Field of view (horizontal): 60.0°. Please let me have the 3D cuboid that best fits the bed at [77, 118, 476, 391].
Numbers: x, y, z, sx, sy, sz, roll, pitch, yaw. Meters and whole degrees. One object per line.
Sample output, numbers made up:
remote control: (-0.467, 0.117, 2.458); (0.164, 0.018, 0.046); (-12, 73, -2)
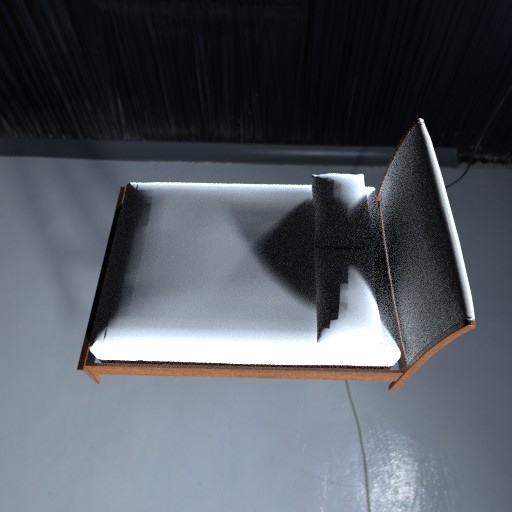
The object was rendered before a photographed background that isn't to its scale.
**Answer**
bed: (0.000, 0.000, 3.229); (2.380, 1.250, 1.612); (1, 58, 1)
